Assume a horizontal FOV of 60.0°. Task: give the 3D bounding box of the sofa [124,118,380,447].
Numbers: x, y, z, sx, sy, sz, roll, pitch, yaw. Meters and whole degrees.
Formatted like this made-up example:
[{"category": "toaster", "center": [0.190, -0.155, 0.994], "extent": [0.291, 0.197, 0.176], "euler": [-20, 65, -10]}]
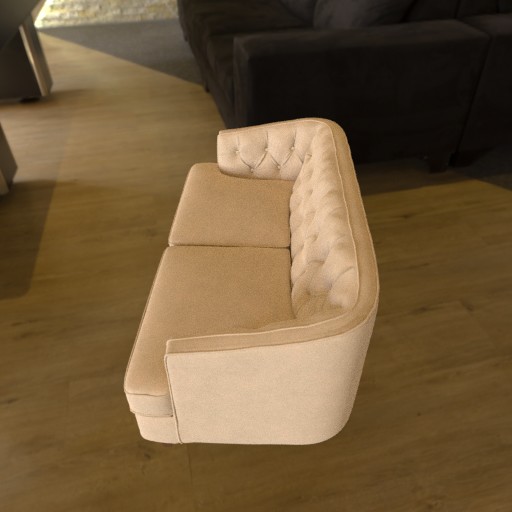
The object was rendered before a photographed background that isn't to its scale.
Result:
[{"category": "sofa", "center": [0.000, 0.000, 2.279], "extent": [0.940, 0.878, 1.731], "euler": [2, 41, 2]}]
